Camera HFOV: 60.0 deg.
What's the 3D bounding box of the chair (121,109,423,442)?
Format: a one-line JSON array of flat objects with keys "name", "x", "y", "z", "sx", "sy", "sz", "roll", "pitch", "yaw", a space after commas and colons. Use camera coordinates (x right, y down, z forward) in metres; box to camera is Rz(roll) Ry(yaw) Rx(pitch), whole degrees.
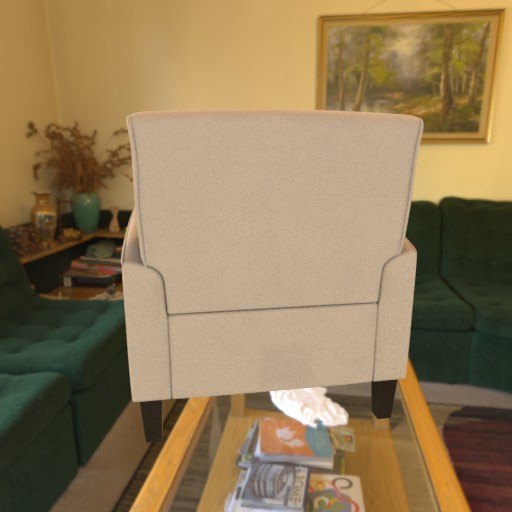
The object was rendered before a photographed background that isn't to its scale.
[{"name": "chair", "x": 0.000, "y": 0.000, "z": 1.542, "sx": 0.820, "sy": 0.915, "sz": 0.821, "roll": -2, "pitch": 14, "yaw": -9}]
